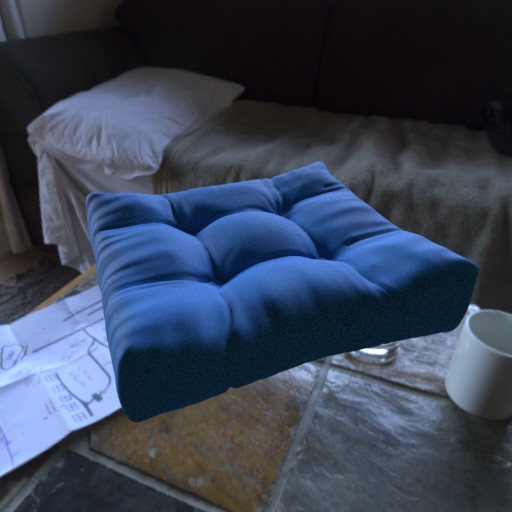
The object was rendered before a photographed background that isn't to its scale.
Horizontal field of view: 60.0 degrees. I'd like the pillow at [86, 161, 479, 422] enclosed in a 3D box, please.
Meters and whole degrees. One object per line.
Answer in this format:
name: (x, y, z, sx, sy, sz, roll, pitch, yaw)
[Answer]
pillow: (0.000, 0.000, 0.715, 0.490, 0.128, 0.468, -12, 33, -18)
